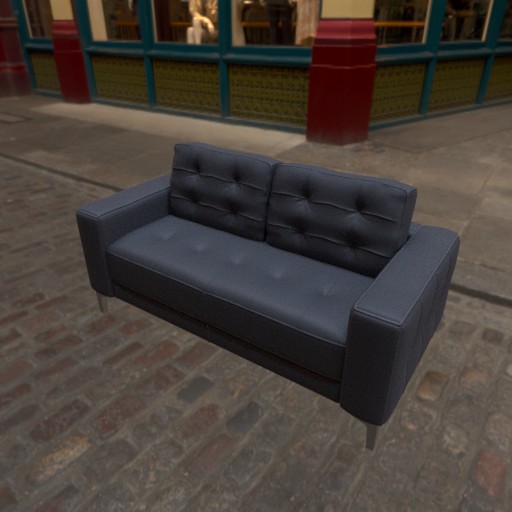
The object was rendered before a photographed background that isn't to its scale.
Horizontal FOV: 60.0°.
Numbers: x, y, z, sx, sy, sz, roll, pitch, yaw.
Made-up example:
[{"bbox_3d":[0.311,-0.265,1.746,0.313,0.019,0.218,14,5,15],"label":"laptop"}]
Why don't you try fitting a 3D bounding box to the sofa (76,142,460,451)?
[{"bbox_3d":[0.000,0.000,2.213,1.726,0.893,0.833,18,34,30],"label":"sofa"}]
